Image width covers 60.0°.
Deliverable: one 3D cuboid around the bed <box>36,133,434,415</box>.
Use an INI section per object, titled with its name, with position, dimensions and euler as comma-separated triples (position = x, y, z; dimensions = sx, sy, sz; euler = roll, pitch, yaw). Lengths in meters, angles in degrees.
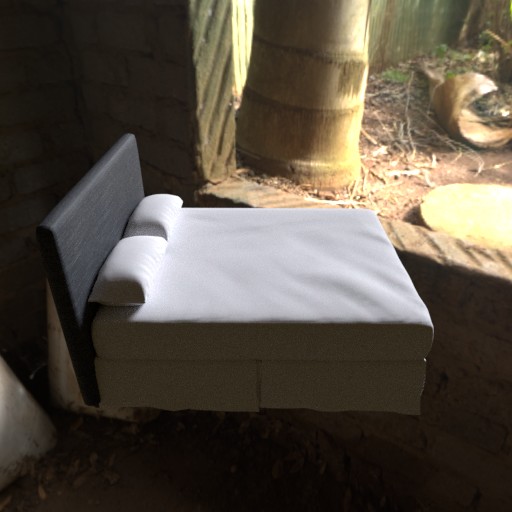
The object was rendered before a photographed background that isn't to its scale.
[bed]
position = 0.000, 0.000, 3.156
dimensions = 2.142, 1.330, 1.723
euler = 0, 31, 0
